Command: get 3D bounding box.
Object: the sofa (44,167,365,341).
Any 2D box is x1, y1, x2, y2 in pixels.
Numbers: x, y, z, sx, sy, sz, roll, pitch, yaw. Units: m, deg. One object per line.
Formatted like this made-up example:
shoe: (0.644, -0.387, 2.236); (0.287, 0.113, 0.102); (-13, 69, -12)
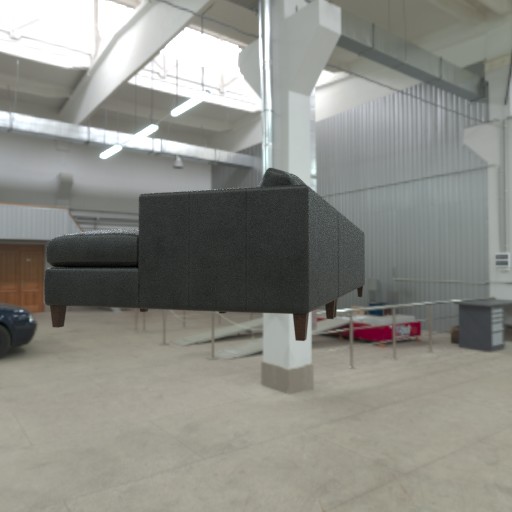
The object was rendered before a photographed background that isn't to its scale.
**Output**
sofa: (0.000, 0.000, 3.842); (1.581, 0.883, 3.203); (0, -1, 18)
